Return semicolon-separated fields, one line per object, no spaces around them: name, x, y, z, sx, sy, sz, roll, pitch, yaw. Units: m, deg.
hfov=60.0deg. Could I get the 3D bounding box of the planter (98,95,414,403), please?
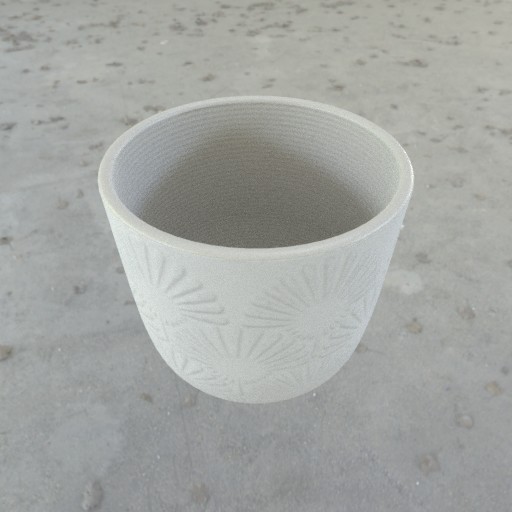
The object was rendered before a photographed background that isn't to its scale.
planter;0.000;0.000;0.215;0.124;0.109;0.124;0;42;0
